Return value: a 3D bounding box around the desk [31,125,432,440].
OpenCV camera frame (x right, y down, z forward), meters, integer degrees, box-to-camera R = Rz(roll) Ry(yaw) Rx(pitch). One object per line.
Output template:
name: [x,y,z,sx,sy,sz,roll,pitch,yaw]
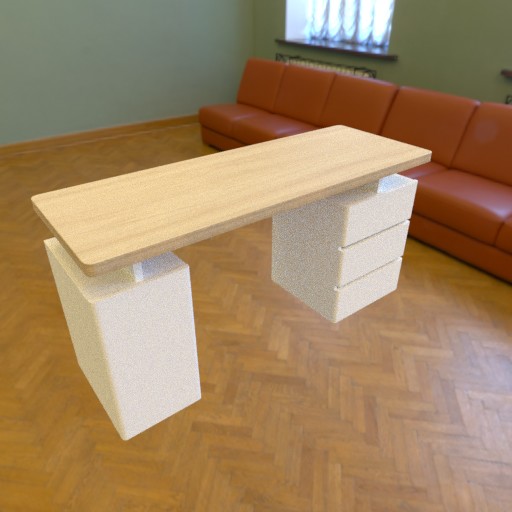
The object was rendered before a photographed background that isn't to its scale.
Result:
desk: [0.000,0.000,1.886,1.500,0.755,0.550,-22,37,-31]
